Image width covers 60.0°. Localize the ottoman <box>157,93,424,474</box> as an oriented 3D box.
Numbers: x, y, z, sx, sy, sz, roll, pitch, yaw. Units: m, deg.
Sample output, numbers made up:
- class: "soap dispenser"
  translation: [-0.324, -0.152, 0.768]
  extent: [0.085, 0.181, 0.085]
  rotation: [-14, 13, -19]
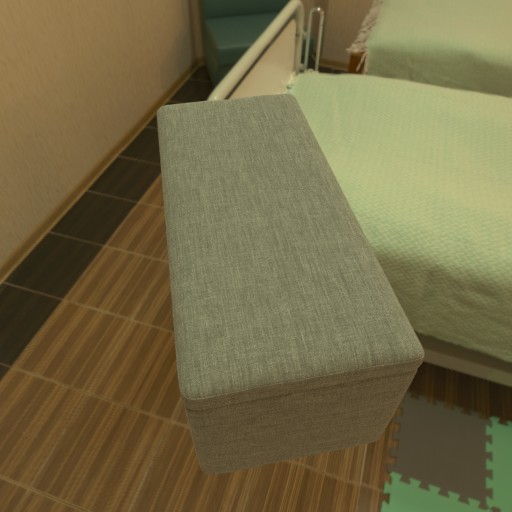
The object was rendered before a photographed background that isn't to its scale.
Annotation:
- class: "ottoman"
  translation: [0.000, 0.000, 1.118]
  extent: [0.419, 0.432, 0.902]
  rotation: [-8, 48, -7]
